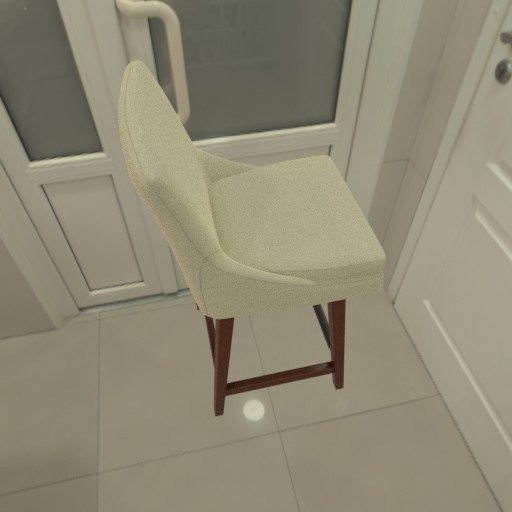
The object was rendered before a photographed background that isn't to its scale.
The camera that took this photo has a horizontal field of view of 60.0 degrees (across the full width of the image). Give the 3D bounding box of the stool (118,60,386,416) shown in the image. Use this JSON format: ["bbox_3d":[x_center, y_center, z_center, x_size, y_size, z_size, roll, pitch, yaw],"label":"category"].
[{"bbox_3d":[0.000,0.000,1.268,0.559,0.991,0.469,-10,49,-8],"label":"stool"}]
